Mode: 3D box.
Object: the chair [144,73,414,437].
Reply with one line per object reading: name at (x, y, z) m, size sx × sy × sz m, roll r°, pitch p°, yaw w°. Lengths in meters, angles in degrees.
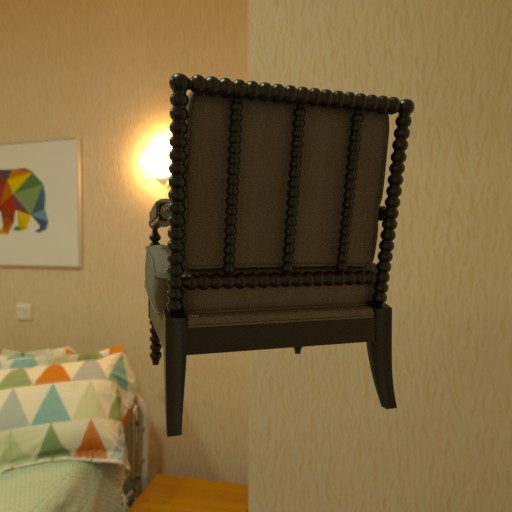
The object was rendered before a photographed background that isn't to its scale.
chair at (0.000, 0.000, 1.128) m, size 0.540 × 0.661 × 0.622 m, roll 0°, pitch 2°, yaw -17°
